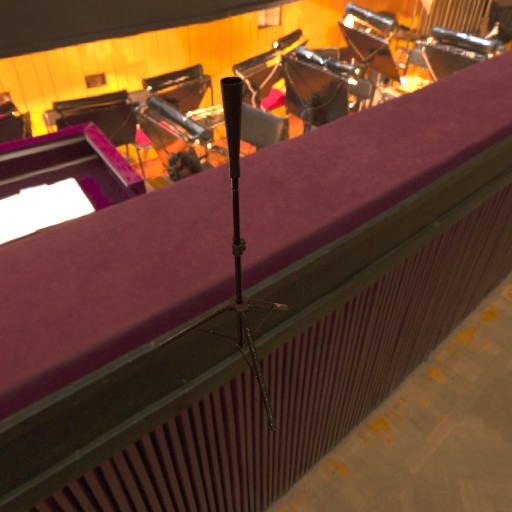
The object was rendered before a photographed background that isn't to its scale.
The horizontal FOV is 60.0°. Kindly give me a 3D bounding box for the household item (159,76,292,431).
[{"bbox_3d":[0.000,0.000,1.375,0.559,1.067,0.559,-26,47,-27],"label":"household item"}]
